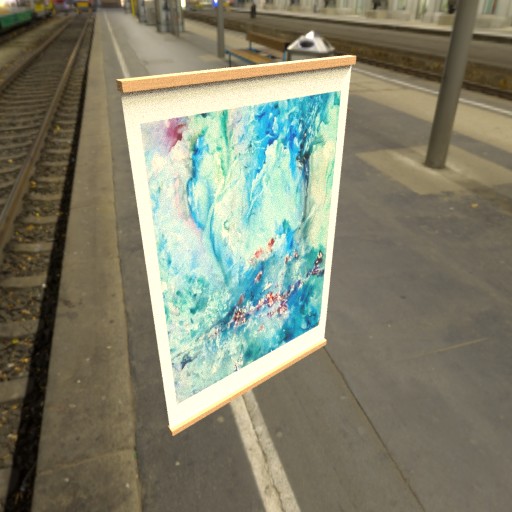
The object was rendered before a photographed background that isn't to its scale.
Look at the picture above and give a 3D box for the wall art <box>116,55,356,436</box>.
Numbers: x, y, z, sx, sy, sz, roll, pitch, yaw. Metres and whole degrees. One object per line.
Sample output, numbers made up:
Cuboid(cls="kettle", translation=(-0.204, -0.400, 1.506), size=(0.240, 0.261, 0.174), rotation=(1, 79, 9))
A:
Cuboid(cls="wall art", translation=(0.000, 0.000, 1.285), size=(0.669, 1.020, 0.027), rotation=(-22, 37, -32))
